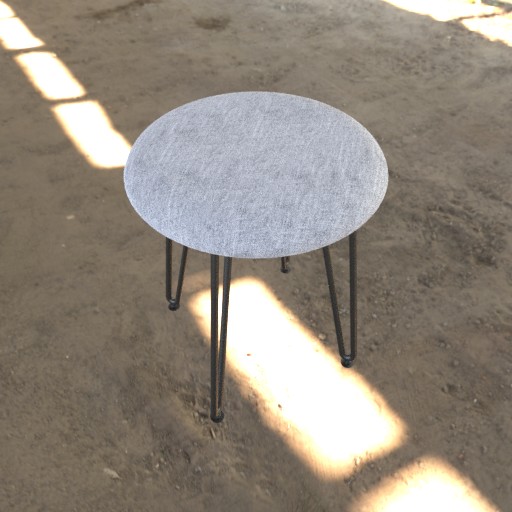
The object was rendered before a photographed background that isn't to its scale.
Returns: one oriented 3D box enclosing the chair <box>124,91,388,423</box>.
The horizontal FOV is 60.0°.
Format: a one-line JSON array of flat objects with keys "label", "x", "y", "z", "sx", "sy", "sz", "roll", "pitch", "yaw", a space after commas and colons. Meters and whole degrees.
[{"label": "chair", "x": 0.000, "y": 0.000, "z": 0.642, "sx": 0.350, "sy": 0.386, "sz": 0.350, "roll": 15, "pitch": 47, "yaw": 15}]
